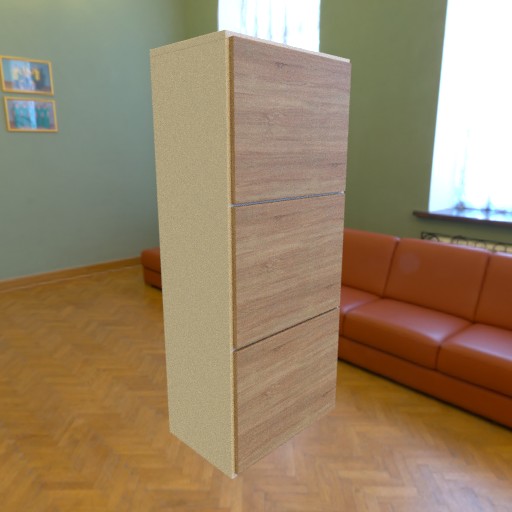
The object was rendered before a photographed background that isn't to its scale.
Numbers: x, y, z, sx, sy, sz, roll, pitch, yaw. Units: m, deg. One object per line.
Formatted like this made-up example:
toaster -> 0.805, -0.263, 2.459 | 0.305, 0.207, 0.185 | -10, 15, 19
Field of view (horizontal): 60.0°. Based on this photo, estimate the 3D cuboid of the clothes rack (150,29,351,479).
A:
clothes rack -> 0.000, 0.000, 1.411 | 0.331, 1.187, 0.500 | 13, 19, 43
